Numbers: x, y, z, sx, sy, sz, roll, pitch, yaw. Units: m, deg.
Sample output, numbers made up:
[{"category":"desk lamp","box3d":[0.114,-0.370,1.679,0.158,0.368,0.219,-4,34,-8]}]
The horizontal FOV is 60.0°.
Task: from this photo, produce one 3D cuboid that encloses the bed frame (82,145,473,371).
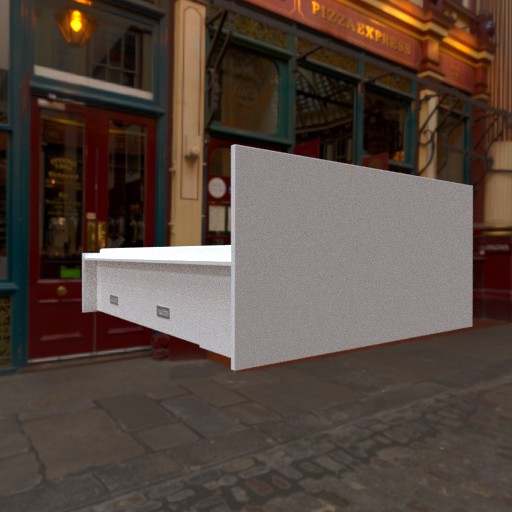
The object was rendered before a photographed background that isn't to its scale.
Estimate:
[{"category":"bed frame","box3d":[0.000,0.000,2.834,1.622,0.800,1.960,0,0,-36]}]
